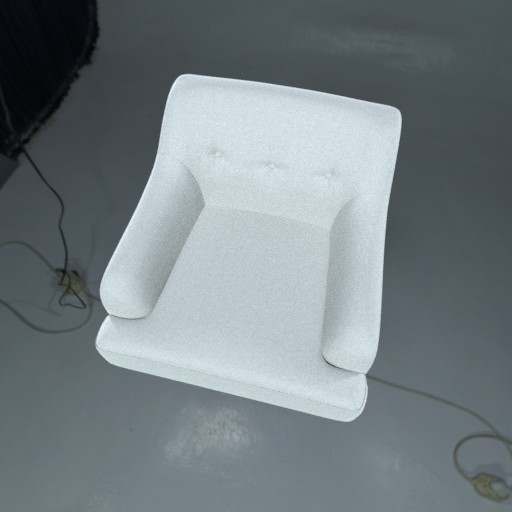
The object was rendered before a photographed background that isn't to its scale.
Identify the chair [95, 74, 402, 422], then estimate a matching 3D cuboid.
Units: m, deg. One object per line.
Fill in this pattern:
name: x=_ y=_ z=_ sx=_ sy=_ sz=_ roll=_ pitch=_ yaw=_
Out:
chair: x=0.000 y=0.000 z=1.659 sx=0.946 sy=0.818 sz=0.951 roll=12 pitch=59 yaw=7
